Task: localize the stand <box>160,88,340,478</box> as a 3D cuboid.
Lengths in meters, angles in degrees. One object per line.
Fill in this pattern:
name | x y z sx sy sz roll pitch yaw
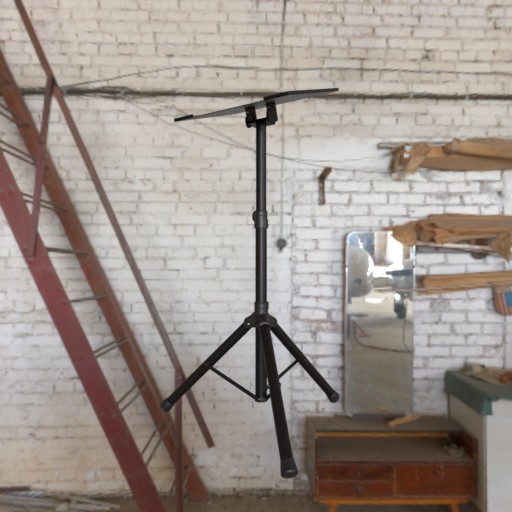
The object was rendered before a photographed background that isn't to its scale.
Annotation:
stand | 0.000 0.000 1.640 0.702 1.198 0.702 0 0 34
